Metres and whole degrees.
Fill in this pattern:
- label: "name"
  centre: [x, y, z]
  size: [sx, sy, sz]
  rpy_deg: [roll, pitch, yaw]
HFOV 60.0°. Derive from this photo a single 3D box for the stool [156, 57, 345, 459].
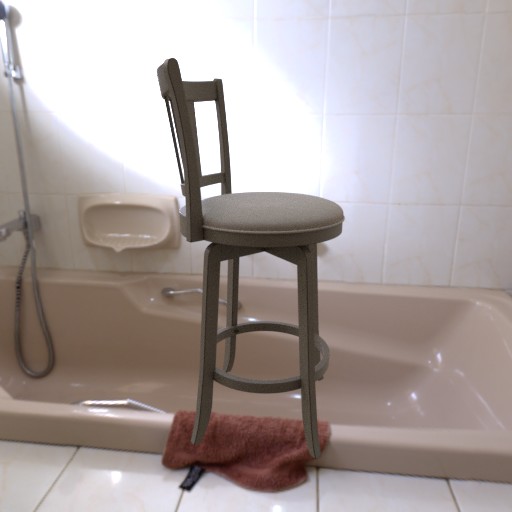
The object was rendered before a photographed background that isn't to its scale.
- label: "stool"
  centre: [0.000, 0.000, 1.269]
  size: [0.486, 0.994, 0.450]
  rpy_deg: [3, 16, 9]
